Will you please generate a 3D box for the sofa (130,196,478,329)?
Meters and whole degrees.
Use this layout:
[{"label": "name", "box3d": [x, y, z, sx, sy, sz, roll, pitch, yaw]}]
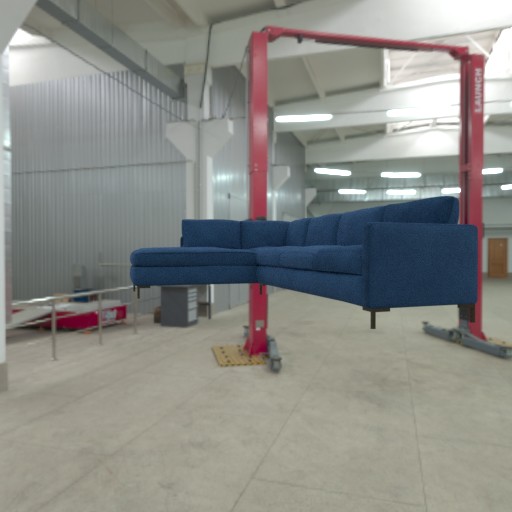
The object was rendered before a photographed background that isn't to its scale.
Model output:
[{"label": "sofa", "box3d": [0.000, 0.000, 3.846, 2.007, 0.815, 2.949, 0, 1, -18]}]
